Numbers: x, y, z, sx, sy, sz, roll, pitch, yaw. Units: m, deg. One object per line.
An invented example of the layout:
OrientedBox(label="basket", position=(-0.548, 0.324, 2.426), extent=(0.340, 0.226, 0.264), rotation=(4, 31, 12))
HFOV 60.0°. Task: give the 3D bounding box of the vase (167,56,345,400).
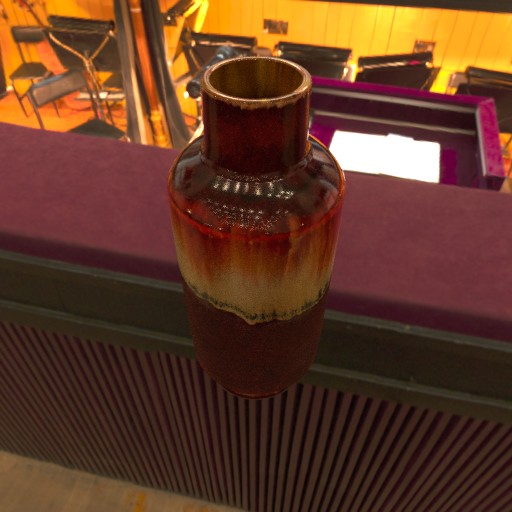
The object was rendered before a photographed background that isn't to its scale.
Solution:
OrientedBox(label="vase", position=(0.000, 0.000, 0.320), extent=(0.111, 0.261, 0.111), rotation=(0, 45, 0))
